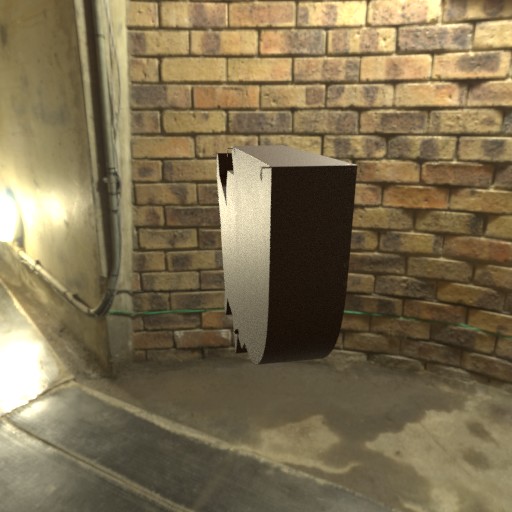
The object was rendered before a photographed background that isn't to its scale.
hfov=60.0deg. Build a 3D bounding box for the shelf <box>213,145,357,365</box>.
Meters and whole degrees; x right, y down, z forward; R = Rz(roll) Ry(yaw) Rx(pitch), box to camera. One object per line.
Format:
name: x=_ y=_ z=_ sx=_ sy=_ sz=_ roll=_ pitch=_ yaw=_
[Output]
shelf: x=0.000 y=0.000 z=0.912 sx=0.112 sy=0.439 sz=0.729 roll=-3 pitch=17 yaw=-9
